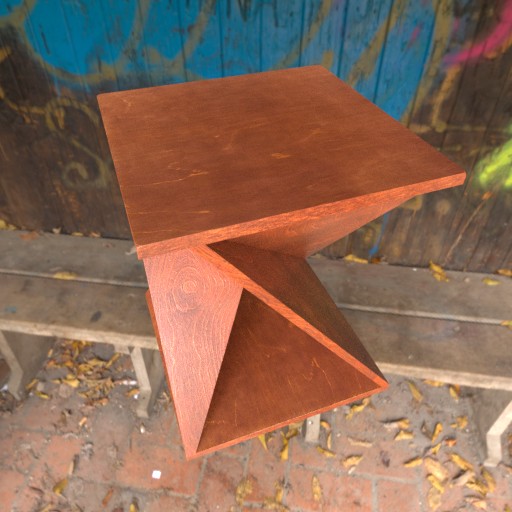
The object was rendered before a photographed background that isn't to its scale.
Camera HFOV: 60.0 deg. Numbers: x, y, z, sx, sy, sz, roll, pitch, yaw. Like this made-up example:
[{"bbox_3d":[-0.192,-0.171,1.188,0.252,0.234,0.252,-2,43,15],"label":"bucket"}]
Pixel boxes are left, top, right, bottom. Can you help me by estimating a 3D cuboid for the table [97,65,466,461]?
[{"bbox_3d":[0.000,0.000,0.843,0.427,0.520,0.427,-14,44,-15],"label":"table"}]
